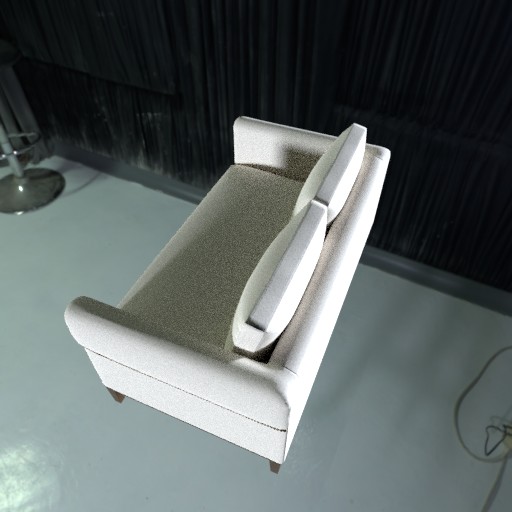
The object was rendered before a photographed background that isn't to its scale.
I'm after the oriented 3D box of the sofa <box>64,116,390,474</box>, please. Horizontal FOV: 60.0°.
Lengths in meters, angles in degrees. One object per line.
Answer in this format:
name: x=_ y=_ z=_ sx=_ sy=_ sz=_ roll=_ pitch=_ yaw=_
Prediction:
sofa: x=0.000 y=0.000 z=2.172 sx=0.905 sy=0.873 sz=1.598 roll=17 pitch=49 yaw=16
